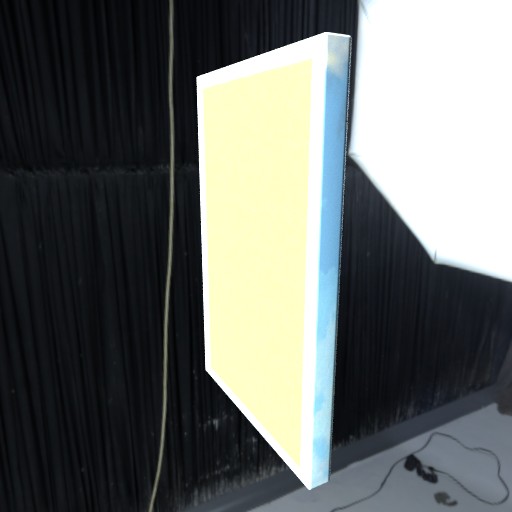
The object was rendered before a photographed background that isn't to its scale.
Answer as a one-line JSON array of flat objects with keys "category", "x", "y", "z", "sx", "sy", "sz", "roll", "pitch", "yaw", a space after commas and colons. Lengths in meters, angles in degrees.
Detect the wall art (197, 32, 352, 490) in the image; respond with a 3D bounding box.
[{"category": "wall art", "x": 0.000, "y": 0.000, "z": 0.747, "sx": 0.038, "sy": 0.610, "sz": 0.401, "roll": -8, "pitch": 16, "yaw": -27}]
